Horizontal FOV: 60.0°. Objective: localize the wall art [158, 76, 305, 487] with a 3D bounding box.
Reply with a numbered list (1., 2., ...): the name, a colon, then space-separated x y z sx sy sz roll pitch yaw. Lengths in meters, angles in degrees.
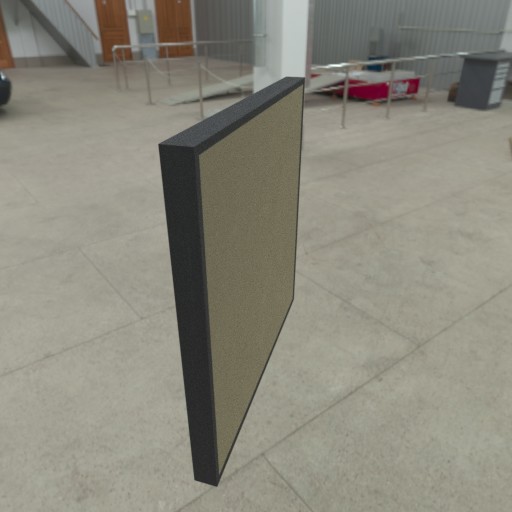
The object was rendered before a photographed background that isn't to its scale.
1. wall art: 0.000 0.000 0.751 0.037 0.507 0.509 9 30 15
